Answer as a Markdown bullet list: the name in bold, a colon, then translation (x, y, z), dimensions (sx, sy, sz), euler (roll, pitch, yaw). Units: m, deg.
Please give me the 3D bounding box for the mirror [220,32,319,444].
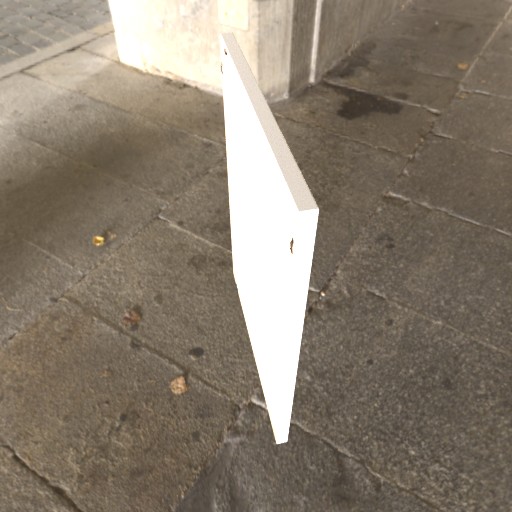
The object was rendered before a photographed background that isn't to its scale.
- **mirror**: translation (0.000, 0.000, 1.347), dimensions (0.040, 1.016, 0.762), euler (-9, 48, -9)
